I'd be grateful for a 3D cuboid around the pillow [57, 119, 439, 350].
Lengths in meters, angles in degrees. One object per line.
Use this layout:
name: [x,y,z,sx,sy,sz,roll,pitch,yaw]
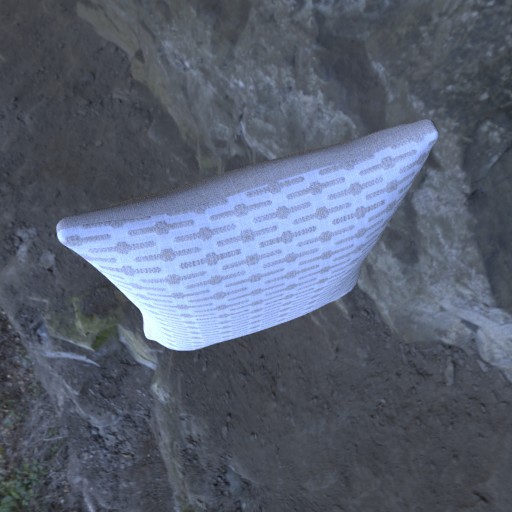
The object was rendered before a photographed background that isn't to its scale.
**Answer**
pillow: [0.000,0.000,0.767,0.496,0.491,0.219,-17,64,-9]
